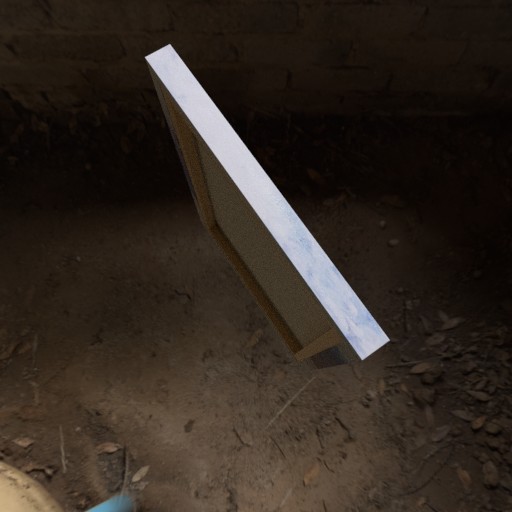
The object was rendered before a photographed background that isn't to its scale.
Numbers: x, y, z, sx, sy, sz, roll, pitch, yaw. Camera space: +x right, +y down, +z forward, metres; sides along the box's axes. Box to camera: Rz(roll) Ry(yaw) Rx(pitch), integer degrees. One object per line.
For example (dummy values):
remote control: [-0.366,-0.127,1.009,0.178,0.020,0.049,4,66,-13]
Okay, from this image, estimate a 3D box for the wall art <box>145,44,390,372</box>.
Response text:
wall art: [0.000,0.000,0.777,0.036,0.581,0.437,-33,77,-9]
